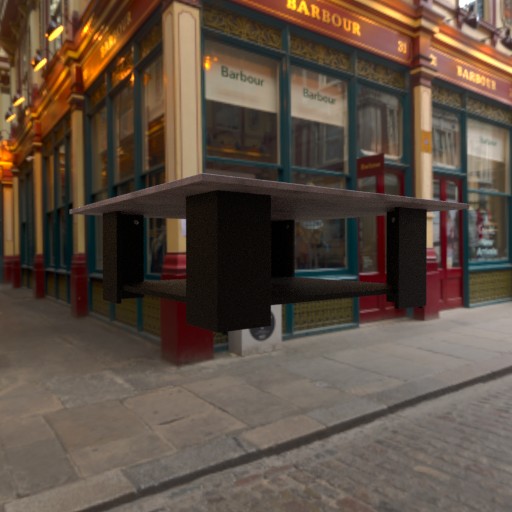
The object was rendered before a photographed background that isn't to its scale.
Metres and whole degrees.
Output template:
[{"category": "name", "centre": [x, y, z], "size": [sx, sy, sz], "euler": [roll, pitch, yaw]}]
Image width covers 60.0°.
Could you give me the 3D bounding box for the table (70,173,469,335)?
[{"category": "table", "centre": [0.000, 0.000, 1.388], "size": [0.890, 0.305, 0.890], "euler": [-1, 1, -36]}]
